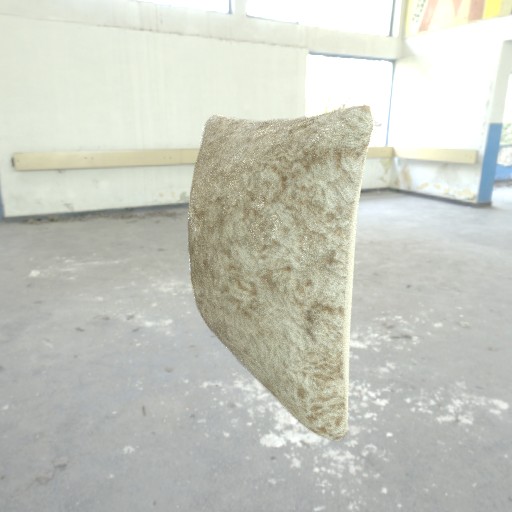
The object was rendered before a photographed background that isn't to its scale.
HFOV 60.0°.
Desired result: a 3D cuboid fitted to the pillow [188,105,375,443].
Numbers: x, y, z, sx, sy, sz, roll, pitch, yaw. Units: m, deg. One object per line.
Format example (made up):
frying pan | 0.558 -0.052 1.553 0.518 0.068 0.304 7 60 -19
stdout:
pillow | 0.000 0.000 0.827 0.216 0.525 0.538 -8 18 -26
